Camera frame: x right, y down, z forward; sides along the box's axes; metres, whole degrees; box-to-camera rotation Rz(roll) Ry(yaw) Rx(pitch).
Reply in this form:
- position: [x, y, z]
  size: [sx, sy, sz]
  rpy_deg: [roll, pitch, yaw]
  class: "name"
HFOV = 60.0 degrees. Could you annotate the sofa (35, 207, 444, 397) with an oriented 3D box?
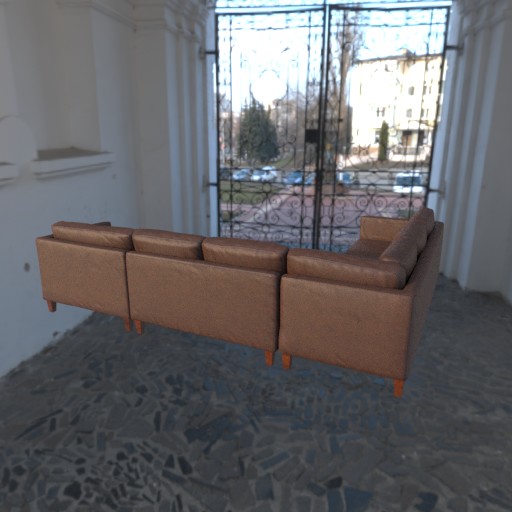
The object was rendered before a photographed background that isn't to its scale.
- position: [0.000, 0.000, 4.631]
  size: [3.460, 0.923, 2.593]
  rpy_deg: [8, 18, 25]
  class: "sofa"
